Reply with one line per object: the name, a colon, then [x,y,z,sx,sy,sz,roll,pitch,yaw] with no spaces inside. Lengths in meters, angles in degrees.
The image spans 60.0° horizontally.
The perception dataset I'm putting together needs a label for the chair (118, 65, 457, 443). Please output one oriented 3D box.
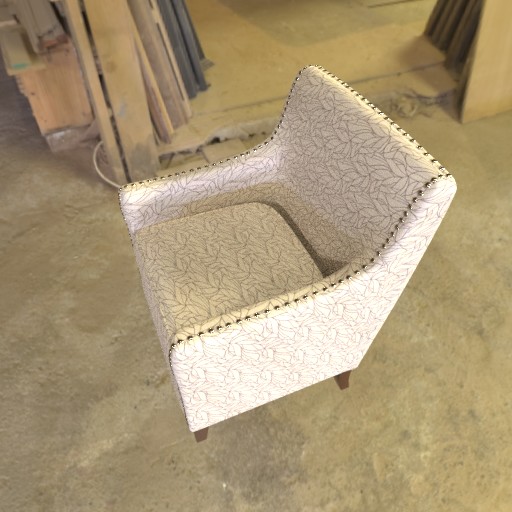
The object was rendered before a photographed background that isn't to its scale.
chair: [0.000,0.000,1.286,0.651,0.816,0.623,-17,49,-15]
